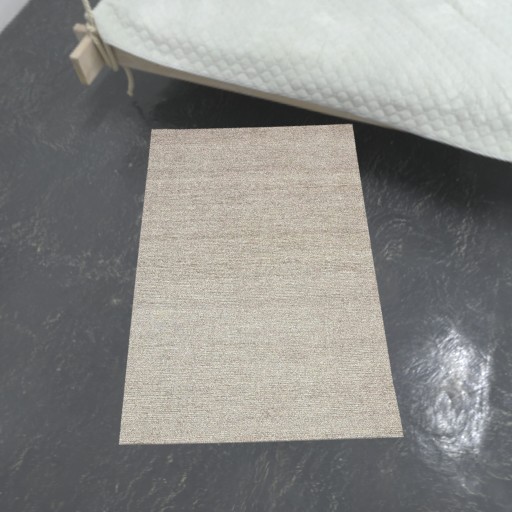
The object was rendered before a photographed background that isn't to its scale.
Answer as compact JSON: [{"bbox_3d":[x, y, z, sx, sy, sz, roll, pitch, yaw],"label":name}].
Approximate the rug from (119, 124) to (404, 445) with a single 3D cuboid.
[{"bbox_3d":[0.000,0.000,3.017,1.609,0.030,2.342,-1,63,-1],"label":"rug"}]
